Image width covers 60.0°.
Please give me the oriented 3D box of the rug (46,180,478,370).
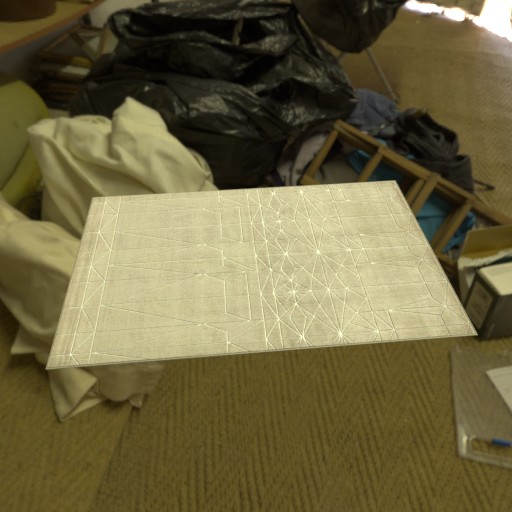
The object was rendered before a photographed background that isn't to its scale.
[{"bbox_3d":[0.000,0.000,3.024,2.438,0.012,1.524,-4,45,-4],"label":"rug"}]
